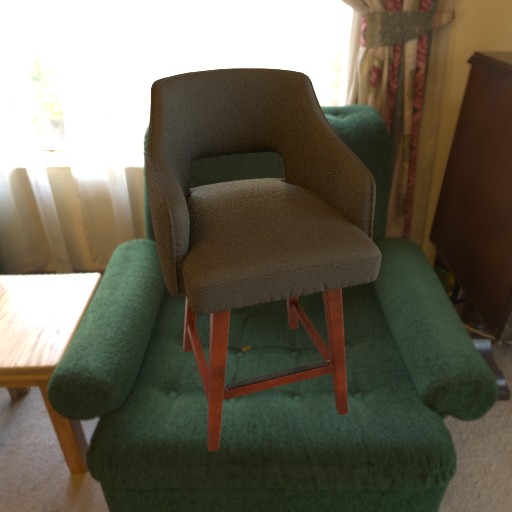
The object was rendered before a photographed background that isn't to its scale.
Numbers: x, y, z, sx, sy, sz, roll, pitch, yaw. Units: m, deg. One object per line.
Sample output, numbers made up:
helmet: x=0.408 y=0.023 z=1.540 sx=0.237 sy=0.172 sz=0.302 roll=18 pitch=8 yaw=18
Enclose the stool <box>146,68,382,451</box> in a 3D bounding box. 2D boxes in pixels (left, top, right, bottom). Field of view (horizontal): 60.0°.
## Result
stool: x=0.000 y=0.000 z=1.255 sx=0.548 sy=0.912 sz=0.558 roll=-9 pitch=33 yaw=-15
